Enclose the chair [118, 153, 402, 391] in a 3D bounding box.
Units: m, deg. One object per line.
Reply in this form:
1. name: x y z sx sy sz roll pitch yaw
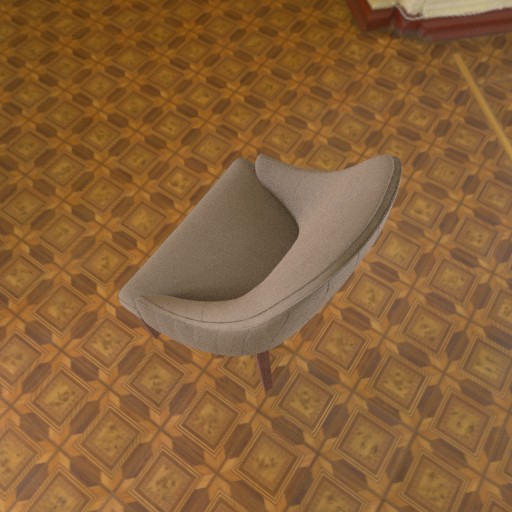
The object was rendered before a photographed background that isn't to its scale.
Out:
1. chair: 0.000 0.000 1.291 0.575 0.889 0.643 31 67 15
